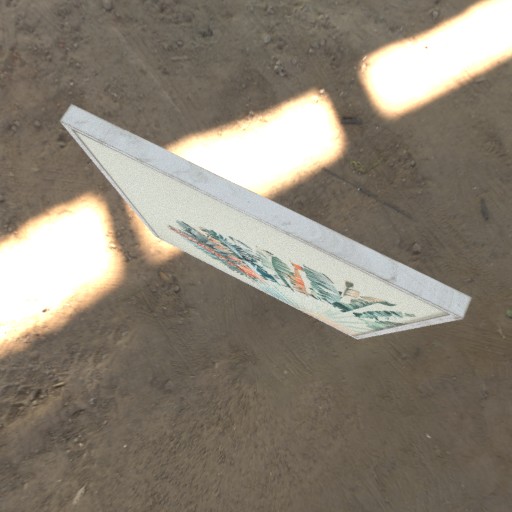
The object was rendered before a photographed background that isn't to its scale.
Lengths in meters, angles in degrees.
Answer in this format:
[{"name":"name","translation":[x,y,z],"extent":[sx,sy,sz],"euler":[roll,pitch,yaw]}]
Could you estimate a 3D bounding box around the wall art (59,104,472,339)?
[{"name":"wall art","translation":[0.000,0.000,1.115],"extent":[0.760,0.757,0.038],"euler":[27,78,6]}]
